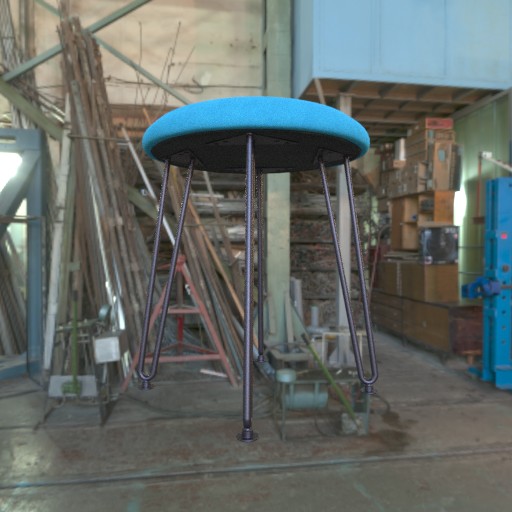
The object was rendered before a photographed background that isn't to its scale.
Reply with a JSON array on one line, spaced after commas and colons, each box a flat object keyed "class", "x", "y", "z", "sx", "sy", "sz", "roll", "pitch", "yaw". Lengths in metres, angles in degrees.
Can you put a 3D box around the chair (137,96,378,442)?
[{"class": "chair", "x": 0.000, "y": 0.000, "z": 0.708, "sx": 0.350, "sy": 0.430, "sz": 0.350, "roll": 1, "pitch": 2, "yaw": 36}]
